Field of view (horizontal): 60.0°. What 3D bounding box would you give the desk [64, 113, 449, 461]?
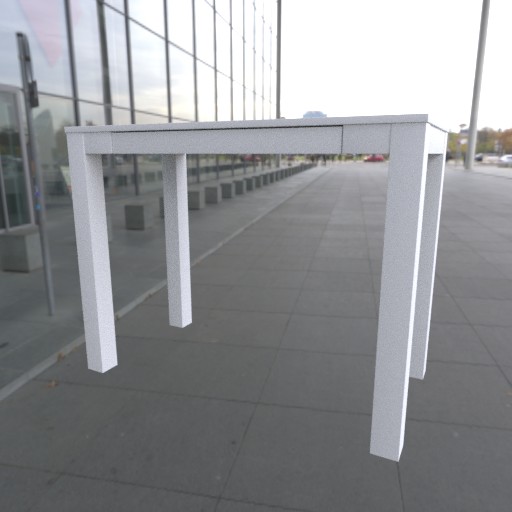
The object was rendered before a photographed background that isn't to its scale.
[{"bbox_3d":[0.000,0.000,1.360,0.990,0.762,0.497,7,15,26],"label":"desk"}]
